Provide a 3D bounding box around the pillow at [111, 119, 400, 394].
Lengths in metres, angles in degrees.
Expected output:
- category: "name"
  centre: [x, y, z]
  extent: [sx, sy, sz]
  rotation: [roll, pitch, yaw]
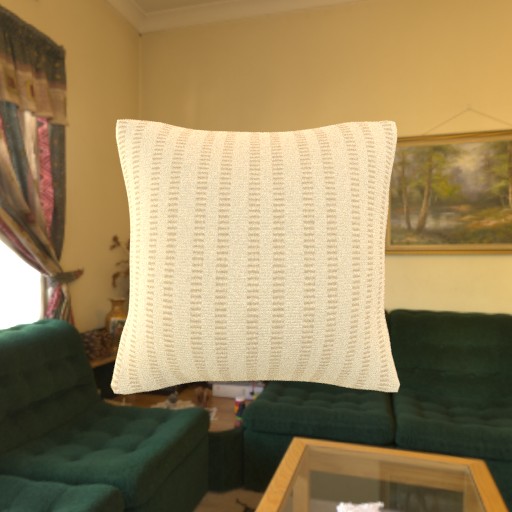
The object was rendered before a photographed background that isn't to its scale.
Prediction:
- category: "pillow"
  centre: [0.000, 0.000, 0.679]
  extent: [0.438, 0.419, 0.247]
  rotation: [0, 0, -1]
